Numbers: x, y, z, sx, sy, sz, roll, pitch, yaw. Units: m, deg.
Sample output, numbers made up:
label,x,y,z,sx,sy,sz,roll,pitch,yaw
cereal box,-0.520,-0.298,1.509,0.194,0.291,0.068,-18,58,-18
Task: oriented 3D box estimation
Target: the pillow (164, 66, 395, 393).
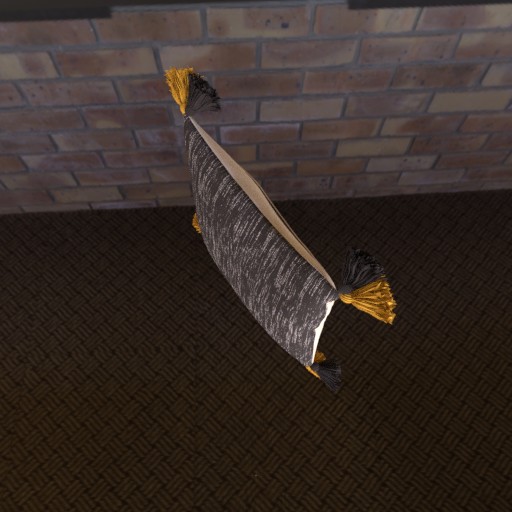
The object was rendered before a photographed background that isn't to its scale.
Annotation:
label,x,y,z,sx,sy,sz,roll,pitch,yaw
pillow,0.000,0.000,0.997,0.139,0.659,0.654,-32,68,-15
